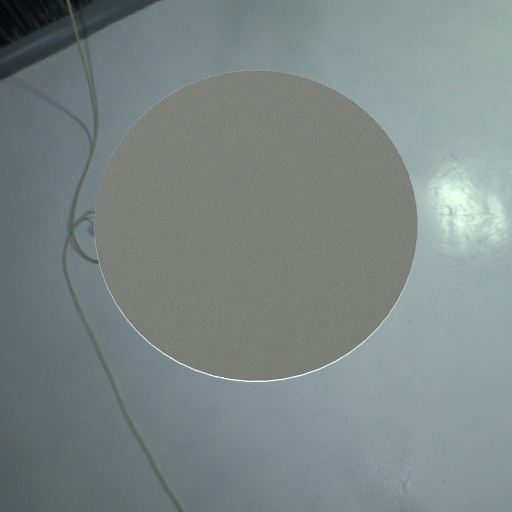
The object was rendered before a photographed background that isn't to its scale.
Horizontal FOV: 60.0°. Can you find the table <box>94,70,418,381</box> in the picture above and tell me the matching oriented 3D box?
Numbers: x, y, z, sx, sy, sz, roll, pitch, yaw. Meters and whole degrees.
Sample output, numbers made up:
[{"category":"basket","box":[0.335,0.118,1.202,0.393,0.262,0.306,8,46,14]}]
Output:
[{"category":"table","box":[0.000,0.000,0.835,0.418,0.532,0.418,-36,81,-7]}]
